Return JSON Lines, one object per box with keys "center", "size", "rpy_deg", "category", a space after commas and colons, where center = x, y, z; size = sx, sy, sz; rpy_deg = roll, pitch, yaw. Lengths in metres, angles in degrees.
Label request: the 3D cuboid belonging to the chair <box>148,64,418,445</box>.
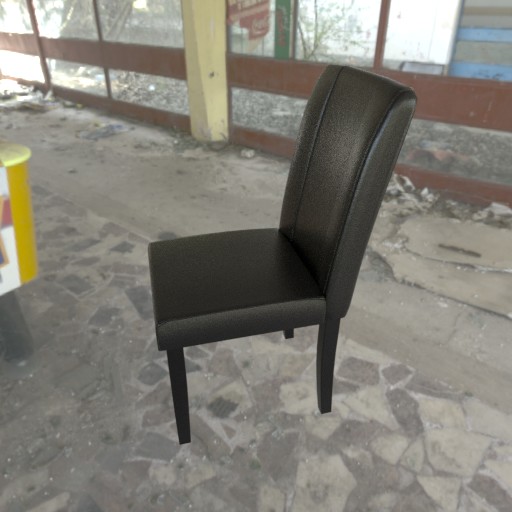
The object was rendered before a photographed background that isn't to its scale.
{"center": [0.000, 0.000, 1.174], "size": [0.556, 0.897, 0.399], "rpy_deg": [-7, 31, -13], "category": "chair"}
